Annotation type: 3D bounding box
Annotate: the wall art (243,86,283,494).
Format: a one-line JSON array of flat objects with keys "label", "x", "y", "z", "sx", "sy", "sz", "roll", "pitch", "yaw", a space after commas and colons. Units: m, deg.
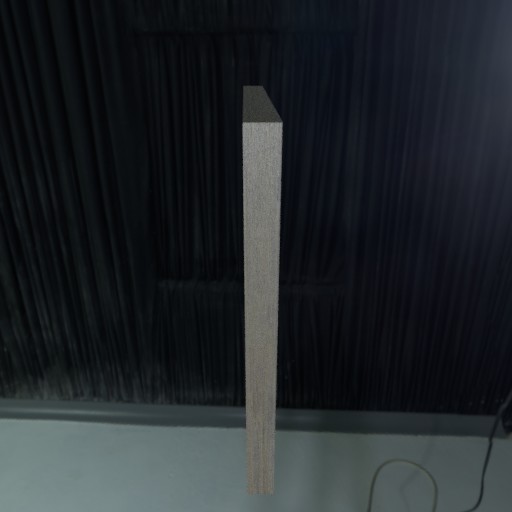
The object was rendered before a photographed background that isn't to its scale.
[{"label": "wall art", "x": 0.000, "y": 0.000, "z": 0.750, "sx": 0.037, "sy": 0.507, "sz": 0.507, "roll": -1, "pitch": 25, "yaw": -1}]
